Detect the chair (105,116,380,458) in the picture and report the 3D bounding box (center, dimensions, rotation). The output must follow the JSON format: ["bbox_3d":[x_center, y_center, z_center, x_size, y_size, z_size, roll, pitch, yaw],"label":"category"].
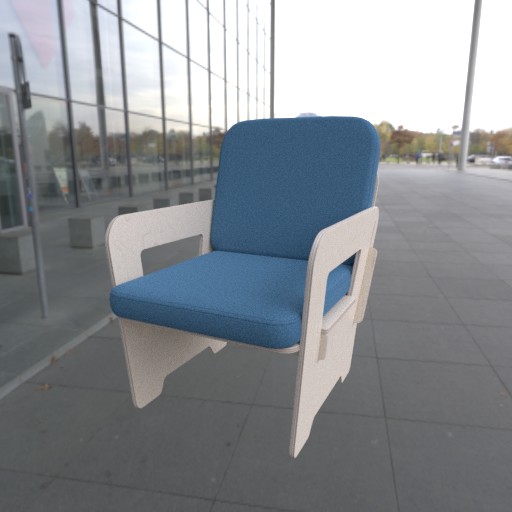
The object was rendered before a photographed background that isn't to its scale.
[{"bbox_3d":[0.000,0.000,1.181,0.547,0.747,0.657,6,14,26],"label":"chair"}]
